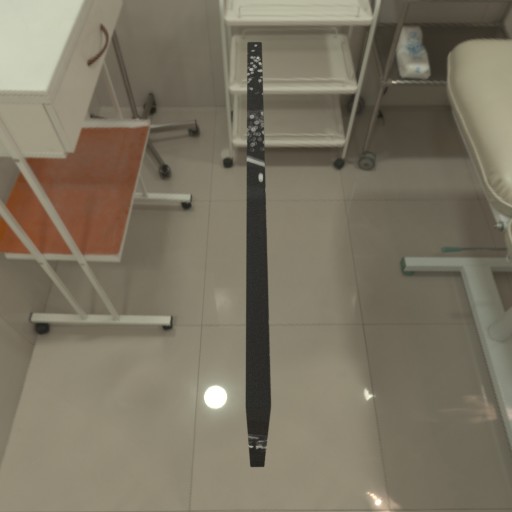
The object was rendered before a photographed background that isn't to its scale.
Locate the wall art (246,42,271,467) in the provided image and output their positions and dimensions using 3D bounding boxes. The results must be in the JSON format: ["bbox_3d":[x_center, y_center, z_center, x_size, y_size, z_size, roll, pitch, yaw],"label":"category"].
[{"bbox_3d":[0.000,0.000,1.144,0.038,0.609,0.914,0,57,0],"label":"wall art"}]
